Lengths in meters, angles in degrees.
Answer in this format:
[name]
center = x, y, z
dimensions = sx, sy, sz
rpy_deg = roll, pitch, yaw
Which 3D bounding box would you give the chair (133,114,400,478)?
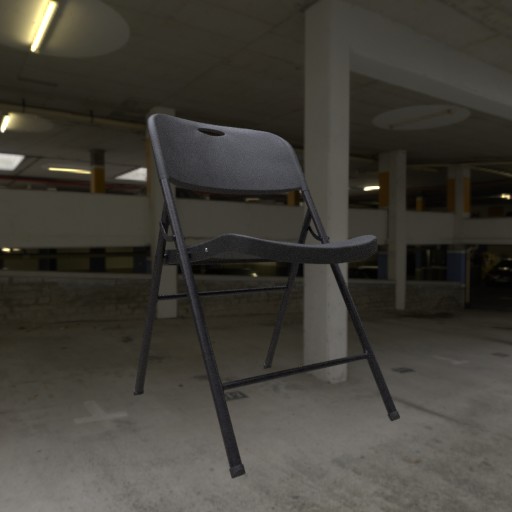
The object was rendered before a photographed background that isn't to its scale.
[chair]
center = 0.000, 0.000, 1.182
dimensions = 0.494, 0.810, 0.566
rpy_deg = -1, 3, -35
